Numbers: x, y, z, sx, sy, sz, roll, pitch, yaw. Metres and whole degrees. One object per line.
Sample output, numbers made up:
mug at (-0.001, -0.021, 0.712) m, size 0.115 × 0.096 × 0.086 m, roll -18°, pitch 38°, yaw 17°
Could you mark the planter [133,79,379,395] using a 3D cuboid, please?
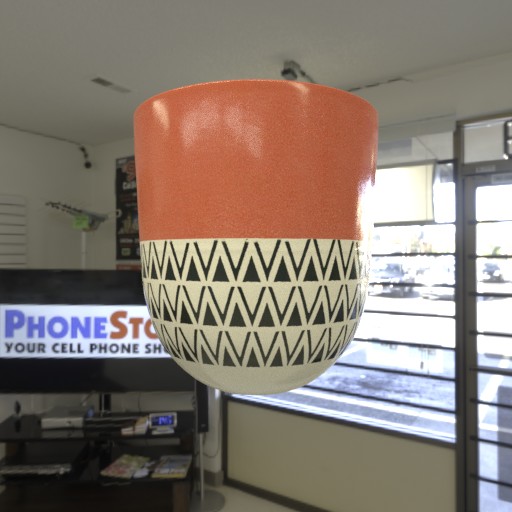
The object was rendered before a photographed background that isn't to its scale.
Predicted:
planter at (0.000, 0.000, 0.365) m, size 0.195 × 0.214 × 0.195 m, roll 0°, pitch 0°, yaw 0°
